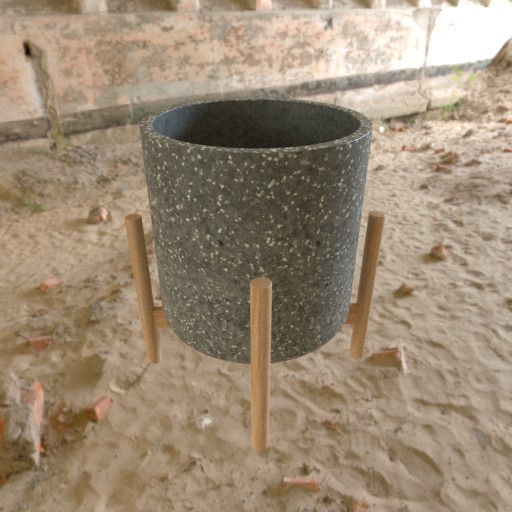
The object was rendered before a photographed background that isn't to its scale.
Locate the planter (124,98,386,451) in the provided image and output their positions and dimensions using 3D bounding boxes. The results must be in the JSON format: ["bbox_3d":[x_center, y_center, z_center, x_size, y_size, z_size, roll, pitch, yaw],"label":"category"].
[{"bbox_3d":[0.000,0.000,0.693,0.360,0.419,0.360,11,32,18],"label":"planter"}]
